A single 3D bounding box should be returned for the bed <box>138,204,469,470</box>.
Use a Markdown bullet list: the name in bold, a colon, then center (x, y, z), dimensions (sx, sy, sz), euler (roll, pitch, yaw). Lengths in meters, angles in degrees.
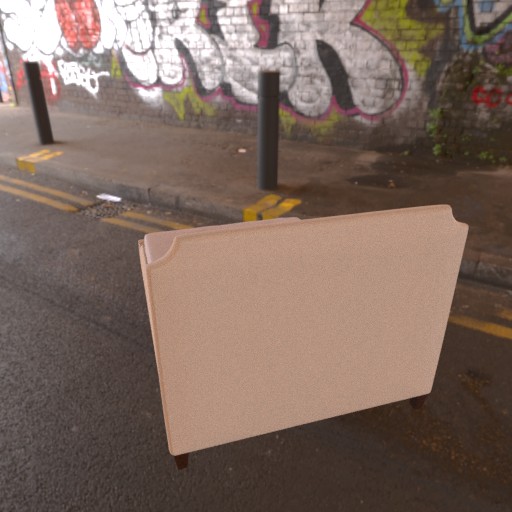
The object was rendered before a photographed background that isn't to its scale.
- **bed**: center (0.000, 0.000, 3.407), dimensions (1.712, 1.443, 2.372), euler (-8, 27, -15)
